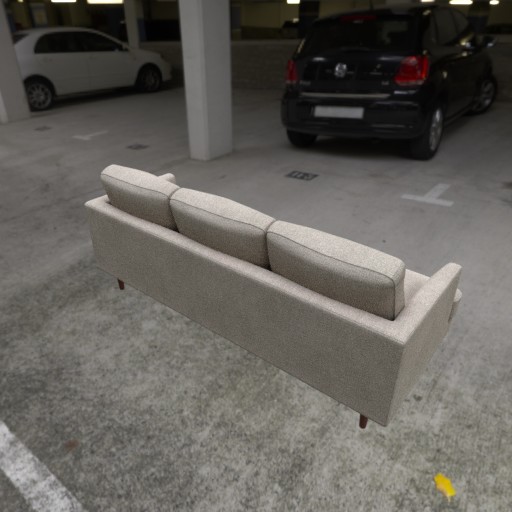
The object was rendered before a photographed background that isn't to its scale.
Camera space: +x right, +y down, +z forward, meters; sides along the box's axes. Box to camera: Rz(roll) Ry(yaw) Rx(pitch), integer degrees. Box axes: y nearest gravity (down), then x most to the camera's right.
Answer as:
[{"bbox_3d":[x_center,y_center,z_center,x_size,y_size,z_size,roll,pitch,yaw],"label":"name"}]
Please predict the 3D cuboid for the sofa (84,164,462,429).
[{"bbox_3d":[0.000,0.000,2.746,2.246,0.930,0.903,22,37,33],"label":"sofa"}]
